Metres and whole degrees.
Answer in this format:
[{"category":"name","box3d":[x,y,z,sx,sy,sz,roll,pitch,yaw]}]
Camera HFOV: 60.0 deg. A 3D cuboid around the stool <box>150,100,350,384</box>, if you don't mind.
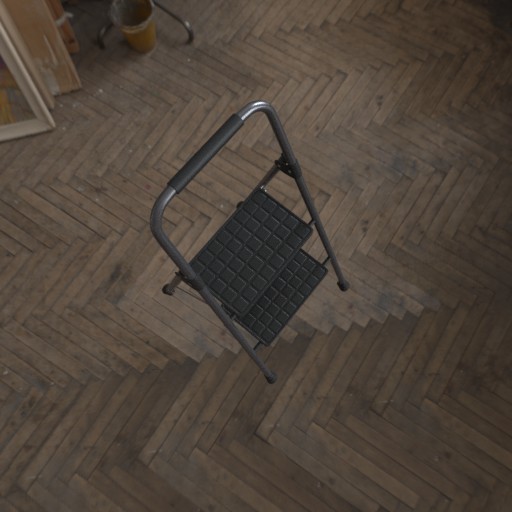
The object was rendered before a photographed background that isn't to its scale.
[{"category":"stool","box3d":[0.000,0.000,1.158,0.514,0.872,0.450,39,78,9]}]
